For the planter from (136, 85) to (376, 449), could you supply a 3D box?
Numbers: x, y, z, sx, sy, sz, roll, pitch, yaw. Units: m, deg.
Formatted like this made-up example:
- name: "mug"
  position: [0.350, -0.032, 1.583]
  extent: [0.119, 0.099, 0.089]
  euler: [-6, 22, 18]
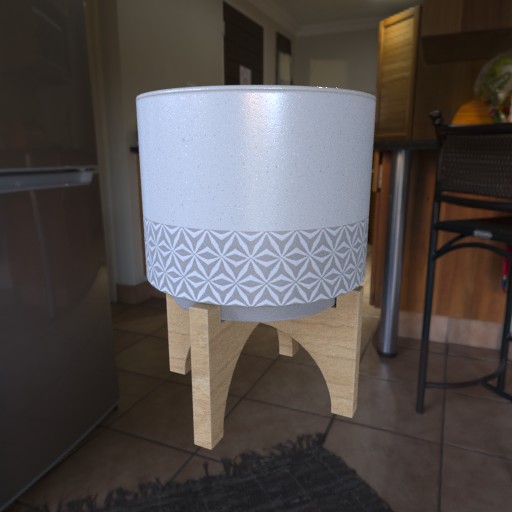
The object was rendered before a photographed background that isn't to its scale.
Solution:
- name: "planter"
  position: [0.000, 0.000, 0.515]
  extent: [0.249, 0.343, 0.249]
  euler: [0, 14, 0]
